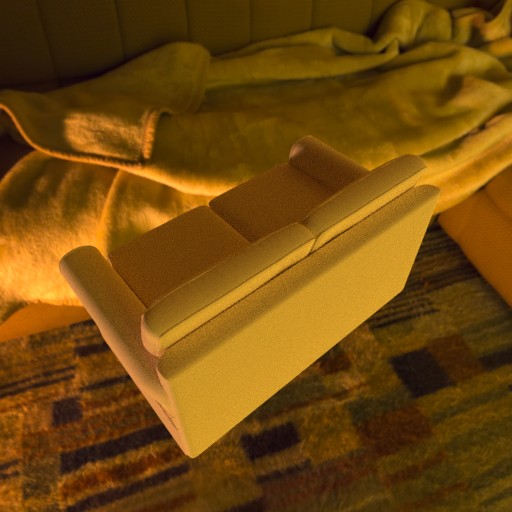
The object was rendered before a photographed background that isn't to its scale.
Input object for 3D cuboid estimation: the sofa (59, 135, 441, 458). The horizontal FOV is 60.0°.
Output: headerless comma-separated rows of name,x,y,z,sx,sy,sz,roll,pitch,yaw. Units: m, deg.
sofa,0.000,0.000,2.372,1.727,0.940,0.991,-32,55,-26
